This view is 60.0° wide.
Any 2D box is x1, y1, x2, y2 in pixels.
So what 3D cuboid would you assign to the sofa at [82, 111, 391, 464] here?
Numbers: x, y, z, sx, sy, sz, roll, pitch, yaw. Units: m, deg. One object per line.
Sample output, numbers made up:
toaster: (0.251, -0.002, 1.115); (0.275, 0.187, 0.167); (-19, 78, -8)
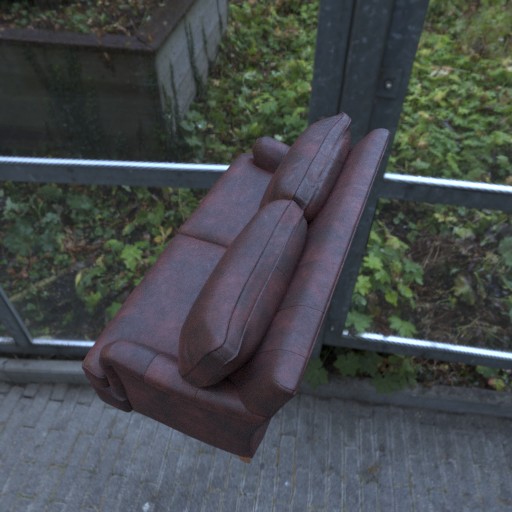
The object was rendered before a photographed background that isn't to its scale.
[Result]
sofa: (0.000, 0.000, 2.782); (1.147, 1.071, 2.144); (16, 49, 15)
